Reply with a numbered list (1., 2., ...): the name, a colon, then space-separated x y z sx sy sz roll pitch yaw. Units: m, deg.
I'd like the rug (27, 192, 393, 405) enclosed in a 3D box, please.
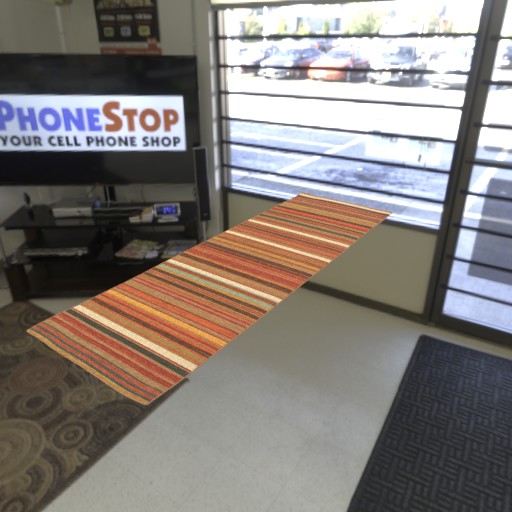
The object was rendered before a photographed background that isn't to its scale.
1. rug: 0.000 0.000 2.665 0.799 0.030 2.444 18 31 32
